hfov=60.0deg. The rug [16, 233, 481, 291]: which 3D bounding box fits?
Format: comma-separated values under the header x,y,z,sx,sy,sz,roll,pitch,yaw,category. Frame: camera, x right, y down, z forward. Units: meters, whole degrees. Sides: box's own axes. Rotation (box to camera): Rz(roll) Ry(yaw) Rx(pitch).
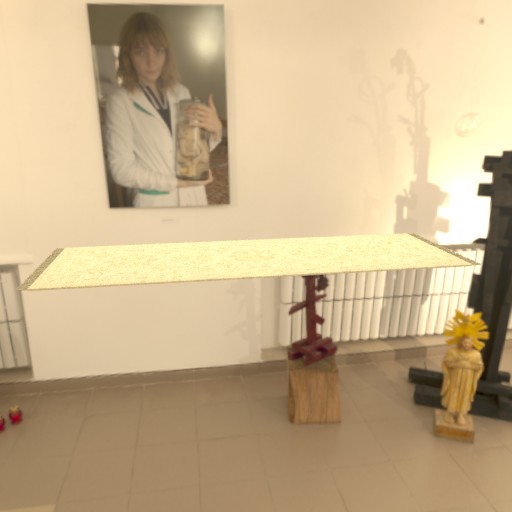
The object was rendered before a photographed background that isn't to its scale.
x,y,z,sx,sy,sz,roll,pitch,yaw,category
0.000,0.000,2.771,2.544,0.015,0.795,-3,17,-9,rug
